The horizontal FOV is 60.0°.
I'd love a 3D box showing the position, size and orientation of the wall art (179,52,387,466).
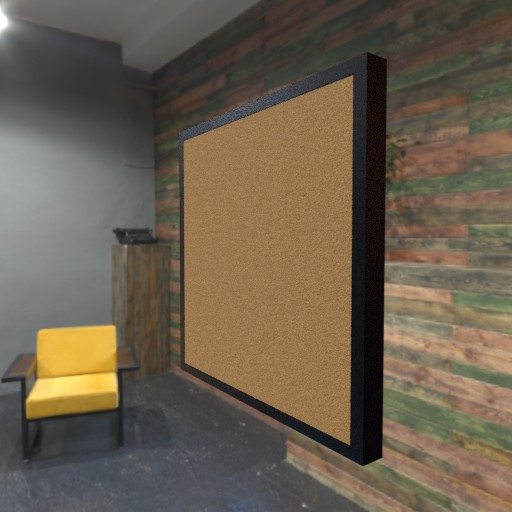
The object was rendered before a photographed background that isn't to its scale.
[{"bbox_3d":[0.000,0.000,0.756,0.038,0.506,0.506,-2,3,-36],"label":"wall art"}]
